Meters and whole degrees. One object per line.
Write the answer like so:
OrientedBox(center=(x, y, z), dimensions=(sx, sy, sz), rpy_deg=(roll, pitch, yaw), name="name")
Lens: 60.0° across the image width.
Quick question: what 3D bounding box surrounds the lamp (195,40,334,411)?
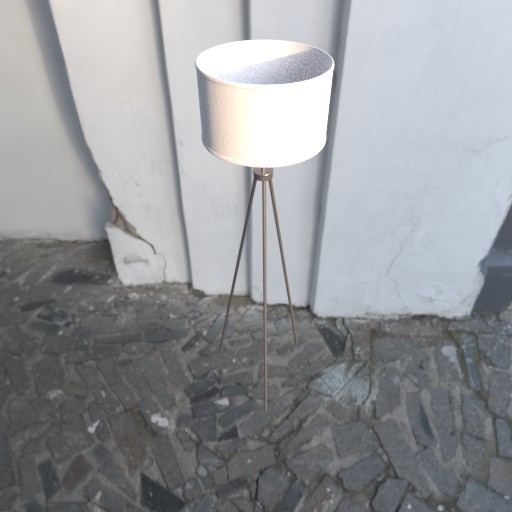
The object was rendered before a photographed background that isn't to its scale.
OrientedBox(center=(0.000, 0.000, 1.820), dimensions=(0.458, 1.545, 0.448), rpy_deg=(14, 43, 15), name="lamp")
